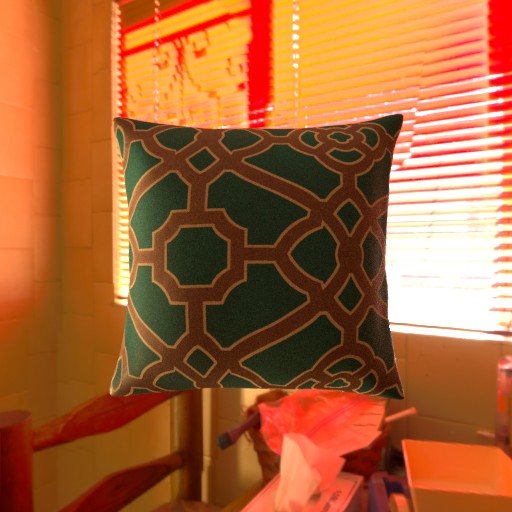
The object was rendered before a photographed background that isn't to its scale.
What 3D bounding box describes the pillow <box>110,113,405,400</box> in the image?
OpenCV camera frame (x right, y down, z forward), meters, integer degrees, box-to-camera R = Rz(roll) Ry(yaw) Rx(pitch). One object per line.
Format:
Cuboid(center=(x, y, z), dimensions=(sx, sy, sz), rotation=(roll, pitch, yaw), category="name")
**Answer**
Cuboid(center=(0.000, 0.000, 0.795), dimensions=(0.526, 0.507, 0.166), rotation=(0, 0, 2), category="pillow")
